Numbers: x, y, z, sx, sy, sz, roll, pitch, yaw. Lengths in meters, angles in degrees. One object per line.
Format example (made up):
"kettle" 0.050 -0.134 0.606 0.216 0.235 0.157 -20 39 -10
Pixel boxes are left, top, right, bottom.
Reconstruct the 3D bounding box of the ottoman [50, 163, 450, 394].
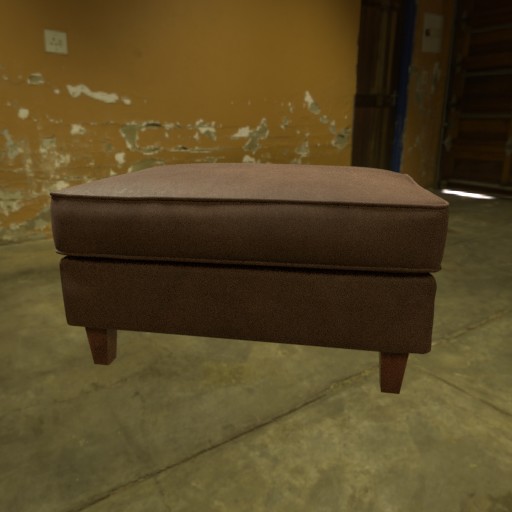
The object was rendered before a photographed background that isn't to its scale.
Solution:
"ottoman" 0.000 0.000 1.212 0.860 0.481 0.596 3 16 10
